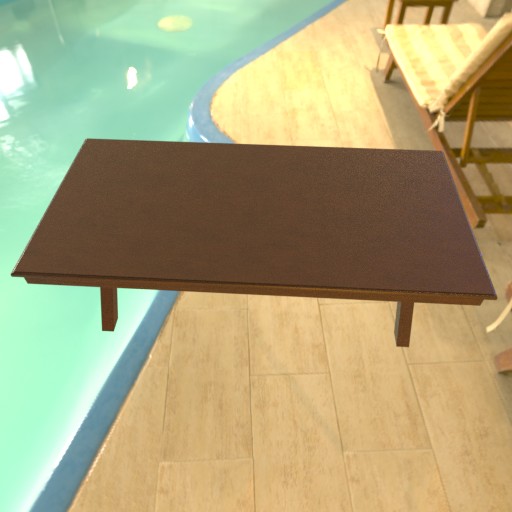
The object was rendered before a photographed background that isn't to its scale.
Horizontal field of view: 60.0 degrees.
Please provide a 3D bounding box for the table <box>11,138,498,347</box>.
[{"bbox_3d":[0.000,0.000,1.450,1.197,0.459,0.594,3,48,2],"label":"table"}]
